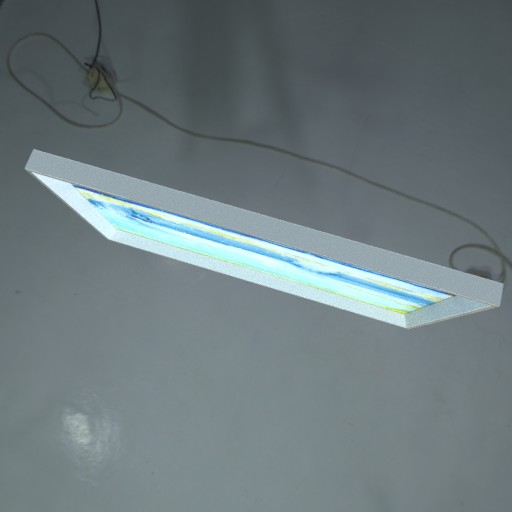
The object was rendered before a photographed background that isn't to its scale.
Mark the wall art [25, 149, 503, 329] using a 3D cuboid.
[{"bbox_3d":[0.000,0.000,0.939,0.812,0.431,0.038,16,77,4],"label":"wall art"}]
